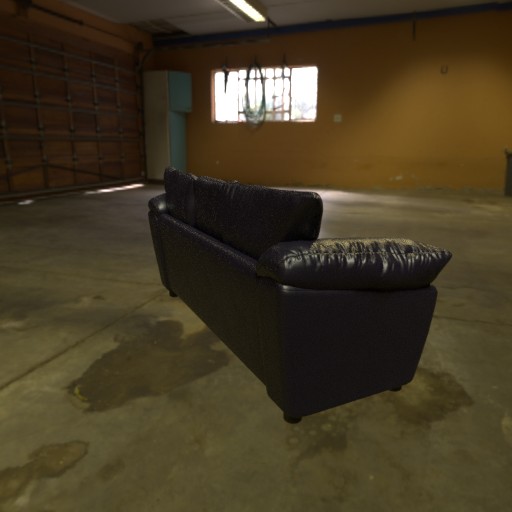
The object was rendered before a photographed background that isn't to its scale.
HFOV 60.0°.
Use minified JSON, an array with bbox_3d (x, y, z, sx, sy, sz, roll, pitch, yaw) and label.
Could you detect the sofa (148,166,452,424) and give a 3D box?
[{"bbox_3d":[0.000,0.000,2.888,0.880,1.073,2.336,-7,16,-26],"label":"sofa"}]
